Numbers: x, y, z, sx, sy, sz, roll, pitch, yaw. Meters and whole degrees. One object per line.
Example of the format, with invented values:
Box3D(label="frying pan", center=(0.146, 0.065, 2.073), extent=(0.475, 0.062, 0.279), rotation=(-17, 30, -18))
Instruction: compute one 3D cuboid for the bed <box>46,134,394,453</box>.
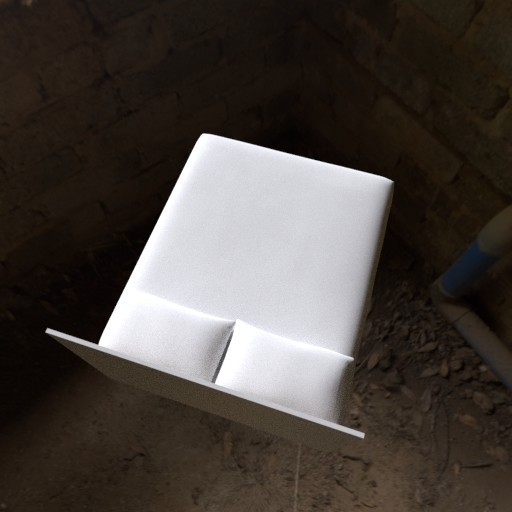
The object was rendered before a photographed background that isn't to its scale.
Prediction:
Box3D(label="bed", center=(0.000, 0.000, 3.138), extent=(1.745, 1.335, 2.094), rotation=(16, 64, 8))
